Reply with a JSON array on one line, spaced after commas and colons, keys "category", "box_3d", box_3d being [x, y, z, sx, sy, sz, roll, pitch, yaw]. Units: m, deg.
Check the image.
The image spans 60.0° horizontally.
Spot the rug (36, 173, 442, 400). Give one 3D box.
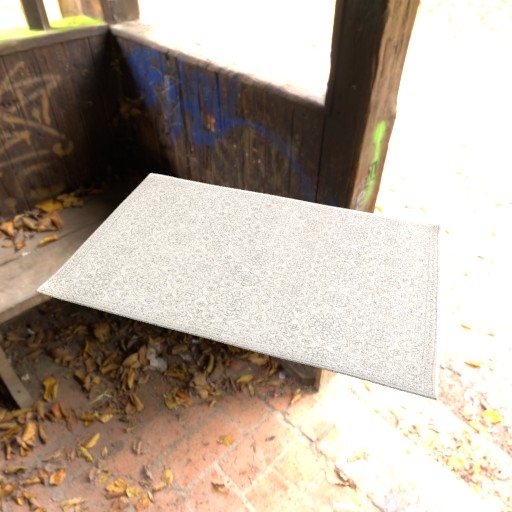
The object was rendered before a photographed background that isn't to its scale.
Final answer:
[{"category": "rug", "box_3d": [0.000, 0.000, 2.440, 1.947, 0.023, 1.214, 12, 43, 13]}]
